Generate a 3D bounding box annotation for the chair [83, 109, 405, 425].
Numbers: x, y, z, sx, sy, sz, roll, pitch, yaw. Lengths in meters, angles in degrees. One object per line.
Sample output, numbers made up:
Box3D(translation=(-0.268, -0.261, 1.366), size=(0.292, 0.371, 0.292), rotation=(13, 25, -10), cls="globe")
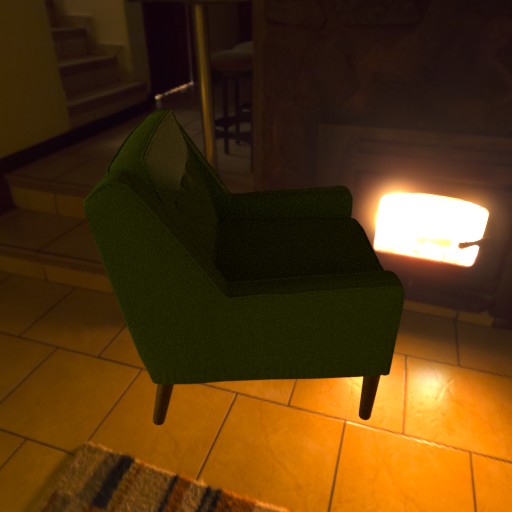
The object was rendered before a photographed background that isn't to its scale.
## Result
Box3D(translation=(0.000, 0.000, 1.360), size=(0.743, 0.792, 0.663), rotation=(-1, 31, -2), cls="chair")
